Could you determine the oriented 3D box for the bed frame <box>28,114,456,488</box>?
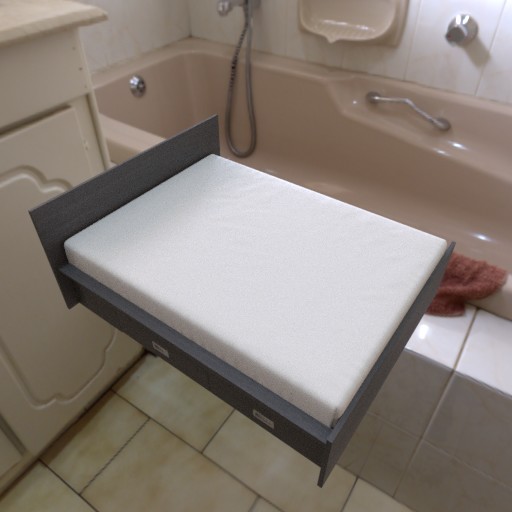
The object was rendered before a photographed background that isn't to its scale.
[{"bbox_3d":[0.000,0.000,2.786,1.960,0.800,1.622,26,47,27],"label":"bed frame"}]
